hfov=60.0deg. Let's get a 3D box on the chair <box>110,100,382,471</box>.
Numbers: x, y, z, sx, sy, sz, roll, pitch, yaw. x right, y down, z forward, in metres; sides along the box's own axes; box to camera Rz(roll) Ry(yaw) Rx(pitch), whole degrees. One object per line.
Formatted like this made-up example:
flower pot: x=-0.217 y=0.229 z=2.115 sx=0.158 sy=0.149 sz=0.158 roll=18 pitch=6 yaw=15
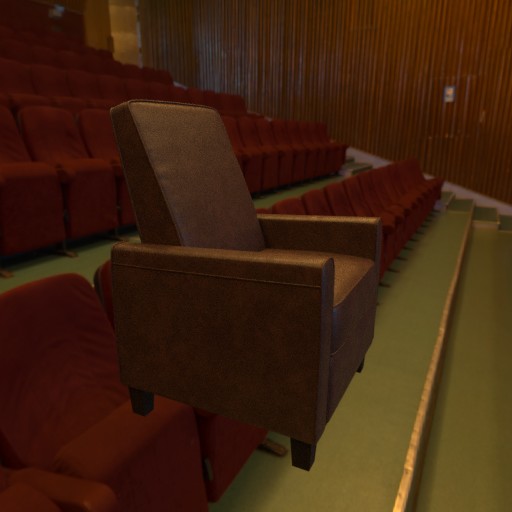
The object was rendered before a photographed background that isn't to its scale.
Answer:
chair: x=0.000 y=0.000 z=1.518 sx=0.746 sy=1.013 sz=0.705 roll=8 pitch=17 yaw=25
